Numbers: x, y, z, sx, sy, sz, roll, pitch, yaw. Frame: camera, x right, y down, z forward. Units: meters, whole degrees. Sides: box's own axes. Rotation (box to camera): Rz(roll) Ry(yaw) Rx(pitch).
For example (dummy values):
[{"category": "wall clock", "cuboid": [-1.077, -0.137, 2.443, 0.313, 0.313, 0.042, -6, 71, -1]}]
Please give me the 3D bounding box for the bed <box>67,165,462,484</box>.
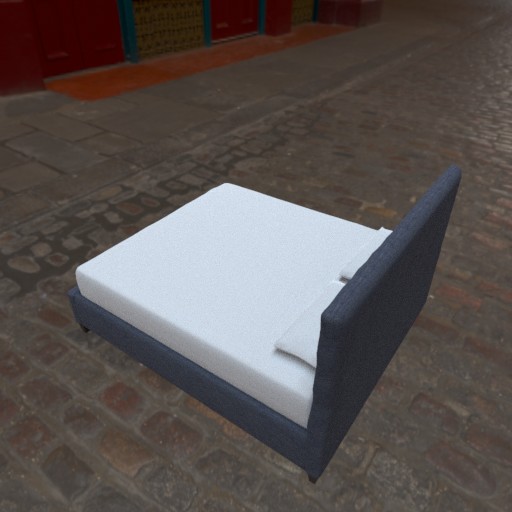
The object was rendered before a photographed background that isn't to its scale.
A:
[{"category": "bed", "cuboid": [0.000, 0.000, 3.598, 2.387, 1.427, 2.078, 22, 41, 28]}]
